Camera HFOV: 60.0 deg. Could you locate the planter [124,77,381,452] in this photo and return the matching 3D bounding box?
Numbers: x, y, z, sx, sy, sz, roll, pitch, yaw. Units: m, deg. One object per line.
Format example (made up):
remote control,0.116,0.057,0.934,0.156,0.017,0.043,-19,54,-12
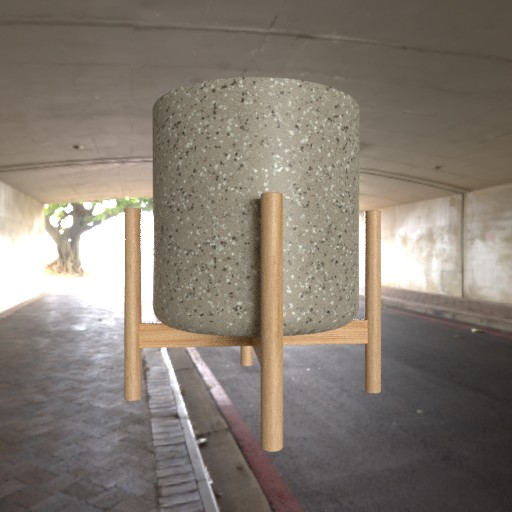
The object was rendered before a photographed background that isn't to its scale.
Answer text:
planter,0.000,0.000,0.668,0.360,0.419,0.360,0,0,17
